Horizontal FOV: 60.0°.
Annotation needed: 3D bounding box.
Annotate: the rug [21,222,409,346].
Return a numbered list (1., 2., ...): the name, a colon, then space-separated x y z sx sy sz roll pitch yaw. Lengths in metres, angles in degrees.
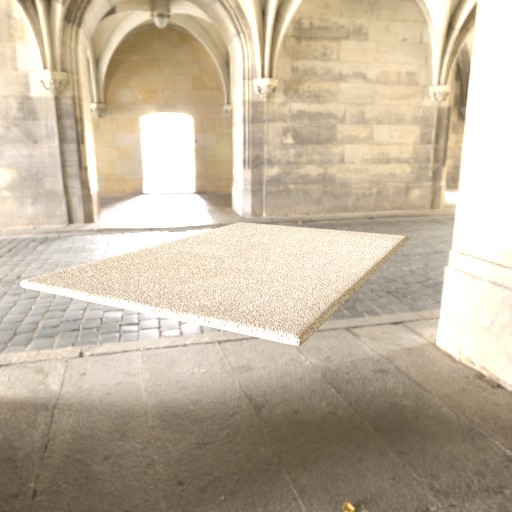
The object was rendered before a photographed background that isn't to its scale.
1. rug: 0.000 0.000 2.271 1.219 0.030 1.778 7 15 27
